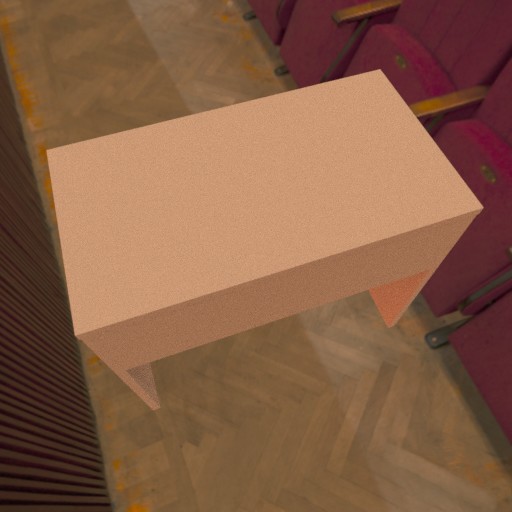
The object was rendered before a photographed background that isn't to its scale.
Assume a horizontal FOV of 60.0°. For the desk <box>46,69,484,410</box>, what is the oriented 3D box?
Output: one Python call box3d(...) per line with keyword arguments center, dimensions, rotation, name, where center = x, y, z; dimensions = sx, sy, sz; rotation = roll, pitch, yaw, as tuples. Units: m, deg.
box3d(center=(0.000, 0.000, 1.344), dimensions=(0.900, 0.729, 0.498), rotation=(-17, 61, -10), name="desk")
